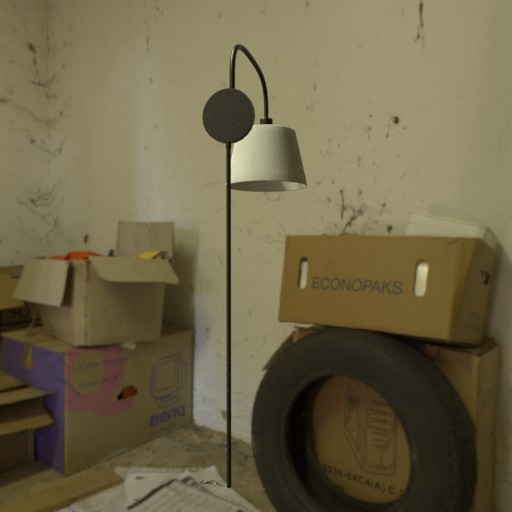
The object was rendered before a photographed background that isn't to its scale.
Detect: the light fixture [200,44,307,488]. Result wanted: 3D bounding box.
[{"bbox_3d":[0.000,0.000,0.463,0.092,0.399,0.176,0,1,16],"label":"light fixture"}]
